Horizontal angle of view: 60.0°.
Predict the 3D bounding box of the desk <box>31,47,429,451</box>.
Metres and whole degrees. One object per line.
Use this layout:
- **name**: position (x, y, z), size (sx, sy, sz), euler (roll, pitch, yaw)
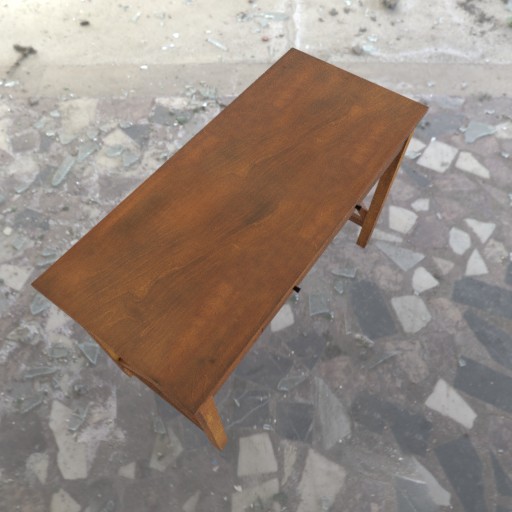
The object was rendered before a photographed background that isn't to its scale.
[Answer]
- **desk**: position (0.000, 0.000, 1.530), size (0.508, 0.762, 1.117), euler (32, 64, 17)
